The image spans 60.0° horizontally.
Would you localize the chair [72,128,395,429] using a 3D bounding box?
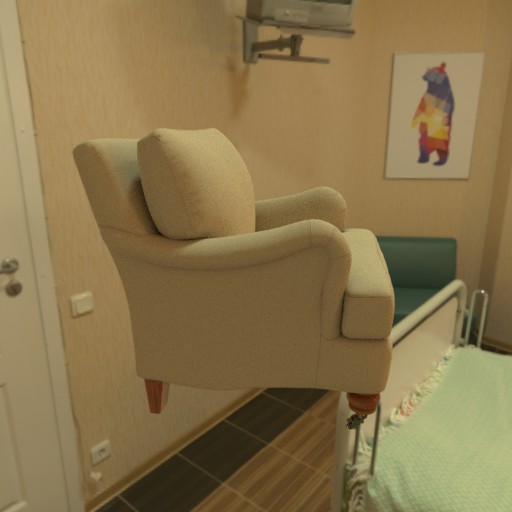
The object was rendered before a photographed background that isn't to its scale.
[{"bbox_3d":[0.000,0.000,1.873,1.070,1.038,0.955,3,16,10],"label":"chair"}]
